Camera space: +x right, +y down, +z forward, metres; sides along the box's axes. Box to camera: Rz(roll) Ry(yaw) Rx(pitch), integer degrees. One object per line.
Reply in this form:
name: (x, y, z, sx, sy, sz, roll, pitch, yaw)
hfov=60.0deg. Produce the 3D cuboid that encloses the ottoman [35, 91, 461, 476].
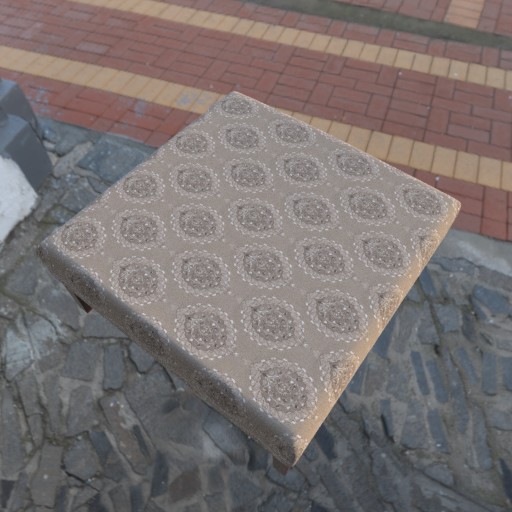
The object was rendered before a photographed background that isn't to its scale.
ottoman: (0.000, 0.000, 1.408, 0.890, 0.411, 0.889, 33, 63, 19)
